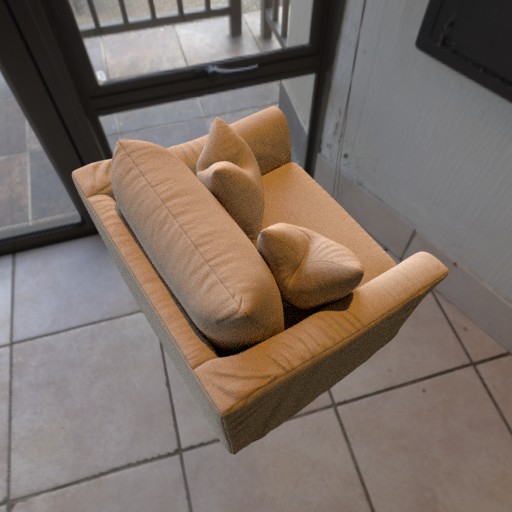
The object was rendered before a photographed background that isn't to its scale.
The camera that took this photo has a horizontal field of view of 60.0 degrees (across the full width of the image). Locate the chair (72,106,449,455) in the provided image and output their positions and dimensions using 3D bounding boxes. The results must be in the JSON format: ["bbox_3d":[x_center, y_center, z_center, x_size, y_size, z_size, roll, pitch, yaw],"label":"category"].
[{"bbox_3d":[0.000,0.000,1.997,1.071,1.093,1.194,-30,63,-17],"label":"chair"}]
